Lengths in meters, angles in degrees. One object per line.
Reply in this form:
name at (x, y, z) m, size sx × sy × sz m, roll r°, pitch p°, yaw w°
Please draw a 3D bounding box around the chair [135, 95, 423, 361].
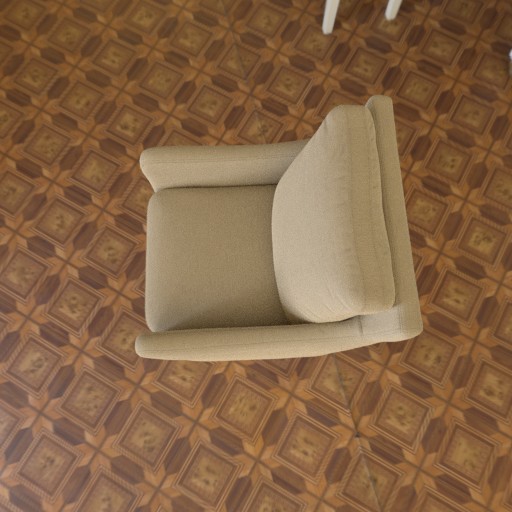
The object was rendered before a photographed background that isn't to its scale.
chair at (0.000, 0.000, 1.390) m, size 0.694 × 0.914 × 0.626 m, roll -2°, pitch 75°, yaw -1°
